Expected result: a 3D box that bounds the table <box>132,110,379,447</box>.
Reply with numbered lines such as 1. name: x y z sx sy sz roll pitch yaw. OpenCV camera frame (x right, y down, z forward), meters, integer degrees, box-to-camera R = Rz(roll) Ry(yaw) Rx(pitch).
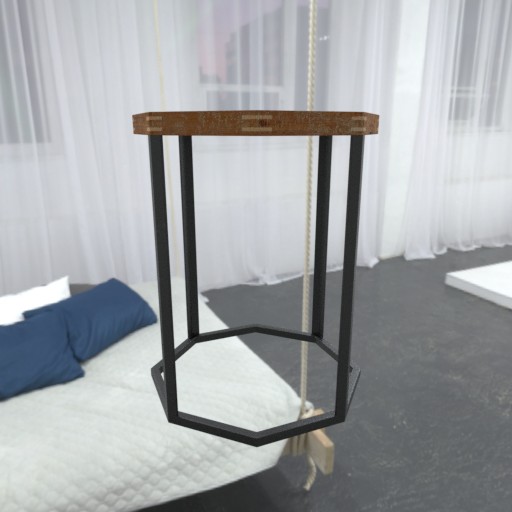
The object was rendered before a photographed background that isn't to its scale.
1. table: 0.000 0.000 0.896 0.458 0.543 0.458 15 22 42
